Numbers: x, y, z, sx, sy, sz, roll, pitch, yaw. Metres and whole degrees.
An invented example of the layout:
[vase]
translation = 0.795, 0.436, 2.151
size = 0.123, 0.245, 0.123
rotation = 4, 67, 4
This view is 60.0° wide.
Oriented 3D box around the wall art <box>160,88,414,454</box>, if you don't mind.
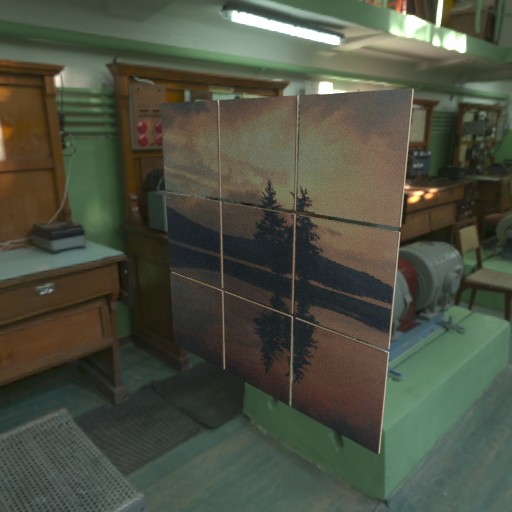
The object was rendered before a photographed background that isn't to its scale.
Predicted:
[wall art]
translation = 0.000, 0.000, 1.810
size = 1.216, 1.218, 0.013
rotation = 15, 22, 42
